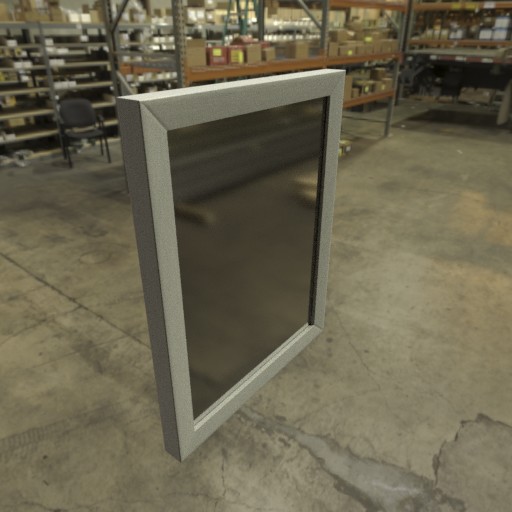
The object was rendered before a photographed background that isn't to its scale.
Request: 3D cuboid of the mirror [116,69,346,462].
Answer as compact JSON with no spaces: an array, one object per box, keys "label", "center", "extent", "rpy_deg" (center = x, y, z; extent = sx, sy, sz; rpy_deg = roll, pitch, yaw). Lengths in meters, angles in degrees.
[{"label":"mirror","center":[0.000,0.000,0.686],"extent":[0.041,0.508,0.405],"rpy_deg":[20,34,33]}]
